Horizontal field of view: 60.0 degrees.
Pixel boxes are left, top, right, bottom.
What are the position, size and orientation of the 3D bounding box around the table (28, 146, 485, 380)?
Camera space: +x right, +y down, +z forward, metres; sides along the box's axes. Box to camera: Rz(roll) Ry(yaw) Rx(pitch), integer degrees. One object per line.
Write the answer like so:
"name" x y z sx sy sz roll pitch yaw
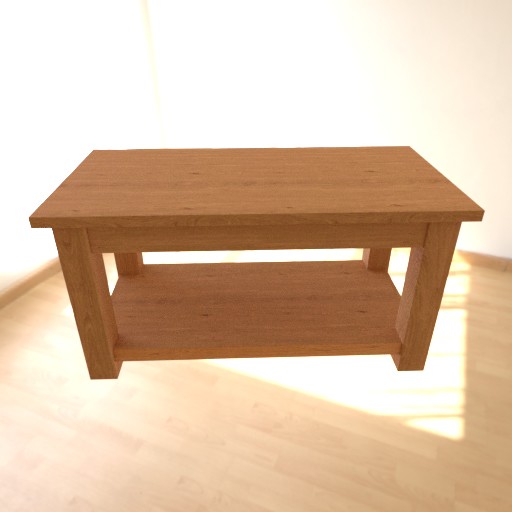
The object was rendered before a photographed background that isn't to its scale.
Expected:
"table" 0.000 0.000 1.178 0.899 0.452 0.450 -1 30 -2
